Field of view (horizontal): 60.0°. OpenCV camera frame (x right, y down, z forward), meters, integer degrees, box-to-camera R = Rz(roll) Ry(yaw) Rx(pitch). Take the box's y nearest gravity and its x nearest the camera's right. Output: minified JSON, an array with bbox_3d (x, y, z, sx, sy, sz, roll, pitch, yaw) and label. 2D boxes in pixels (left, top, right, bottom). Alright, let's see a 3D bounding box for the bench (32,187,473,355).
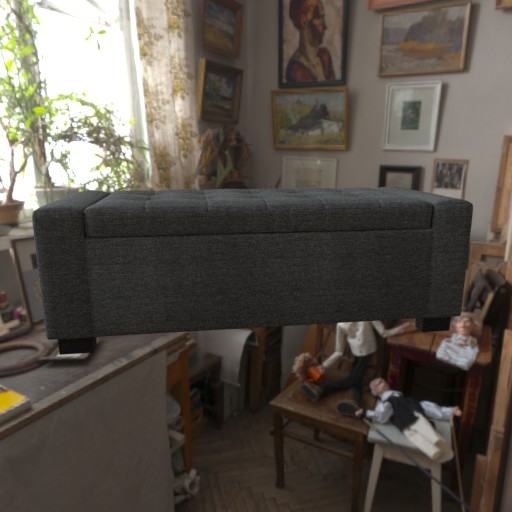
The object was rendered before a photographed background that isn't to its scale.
[{"bbox_3d":[0.000,0.000,1.562,1.296,0.445,0.508,-2,14,-8],"label":"bench"}]
